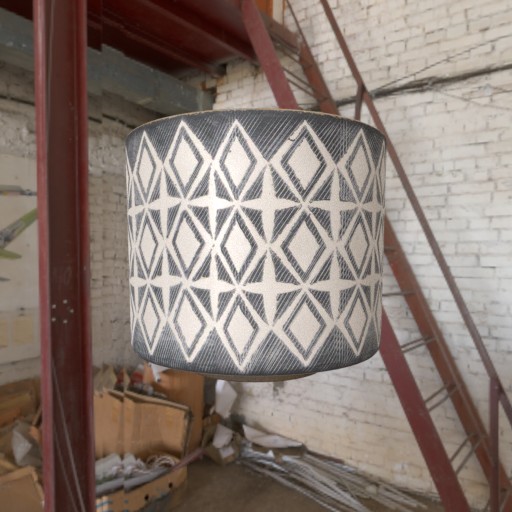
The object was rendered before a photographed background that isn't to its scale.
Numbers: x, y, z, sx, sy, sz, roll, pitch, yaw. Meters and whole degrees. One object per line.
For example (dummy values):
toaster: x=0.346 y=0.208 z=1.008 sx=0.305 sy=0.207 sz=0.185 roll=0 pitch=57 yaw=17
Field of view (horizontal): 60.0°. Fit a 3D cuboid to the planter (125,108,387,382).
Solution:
planter: x=0.000 y=0.000 z=0.340 sx=0.192 sy=0.165 sz=0.192 roll=0 pitch=0 yaw=0
